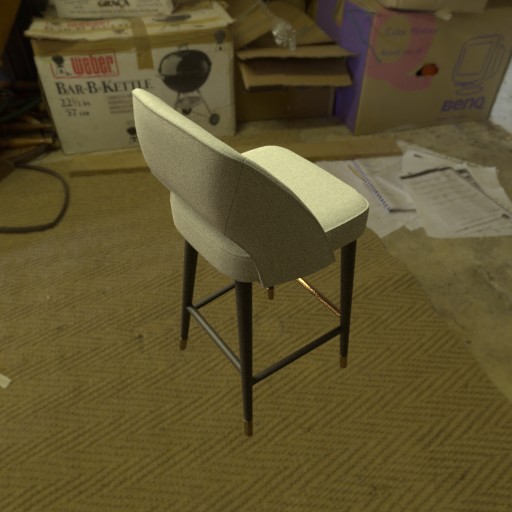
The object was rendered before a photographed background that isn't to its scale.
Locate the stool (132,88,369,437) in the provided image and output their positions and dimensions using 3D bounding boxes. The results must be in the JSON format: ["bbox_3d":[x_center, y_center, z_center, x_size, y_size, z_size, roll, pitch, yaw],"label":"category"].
[{"bbox_3d":[0.000,0.000,1.310,0.509,1.037,0.494,-27,48,-27],"label":"stool"}]
